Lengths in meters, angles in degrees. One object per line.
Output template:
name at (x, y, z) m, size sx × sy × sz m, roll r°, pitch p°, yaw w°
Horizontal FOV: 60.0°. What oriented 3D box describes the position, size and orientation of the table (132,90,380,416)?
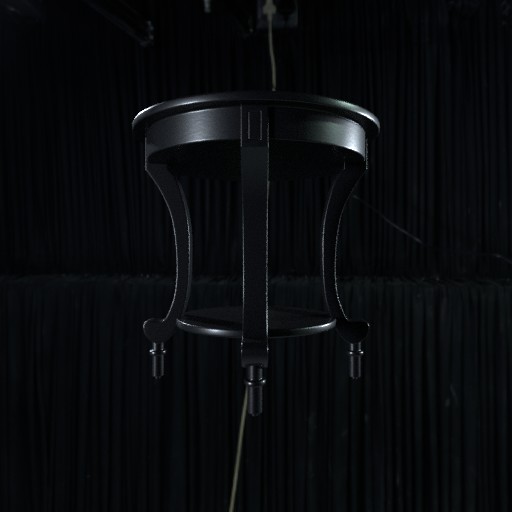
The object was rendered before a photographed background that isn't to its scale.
table at (0.000, 0.000, 1.116) m, size 0.597 × 0.618 × 0.597 m, roll 0°, pitch 1°, yaw 0°
